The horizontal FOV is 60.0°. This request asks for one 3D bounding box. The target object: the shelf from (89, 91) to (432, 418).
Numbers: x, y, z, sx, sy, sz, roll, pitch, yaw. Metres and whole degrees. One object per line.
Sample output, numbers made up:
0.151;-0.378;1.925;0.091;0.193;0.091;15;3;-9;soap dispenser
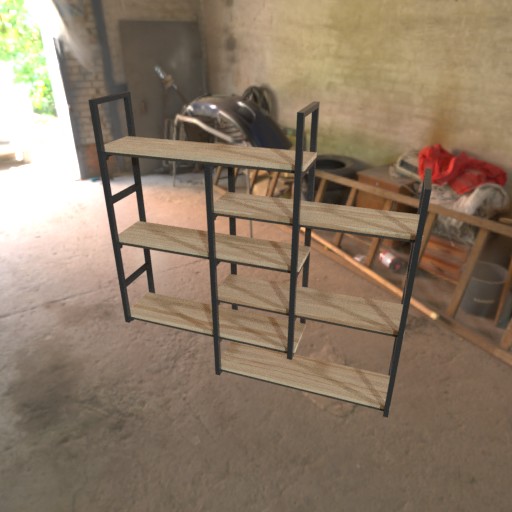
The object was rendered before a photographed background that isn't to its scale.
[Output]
0.000;0.000;1.401;0.946;0.921;0.183;9;29;17;shelf
